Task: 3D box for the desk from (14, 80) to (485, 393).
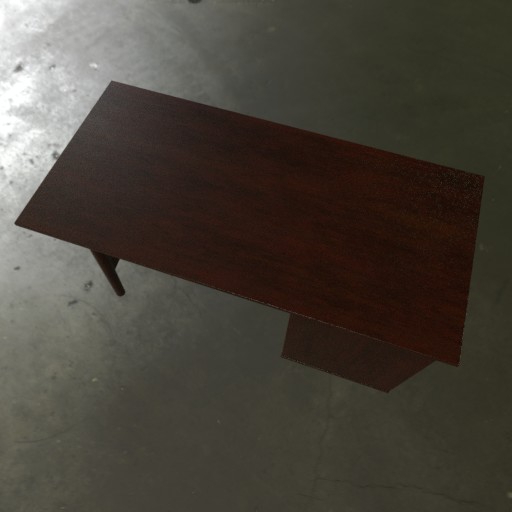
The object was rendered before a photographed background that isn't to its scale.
[{"bbox_3d":[0.000,0.000,1.662,1.277,0.758,0.612,17,65,8],"label":"desk"}]
